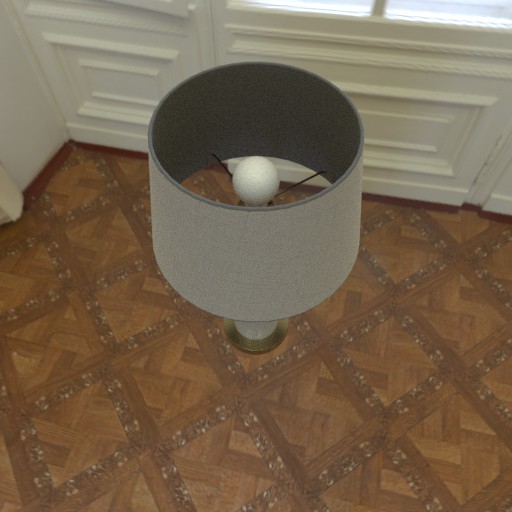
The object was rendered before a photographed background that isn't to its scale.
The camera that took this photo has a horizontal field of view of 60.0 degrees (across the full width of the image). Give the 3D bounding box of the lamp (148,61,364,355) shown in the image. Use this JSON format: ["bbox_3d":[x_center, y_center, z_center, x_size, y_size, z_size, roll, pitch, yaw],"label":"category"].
[{"bbox_3d":[0.000,0.000,0.732,0.309,0.545,0.309,0,57,0],"label":"lamp"}]
